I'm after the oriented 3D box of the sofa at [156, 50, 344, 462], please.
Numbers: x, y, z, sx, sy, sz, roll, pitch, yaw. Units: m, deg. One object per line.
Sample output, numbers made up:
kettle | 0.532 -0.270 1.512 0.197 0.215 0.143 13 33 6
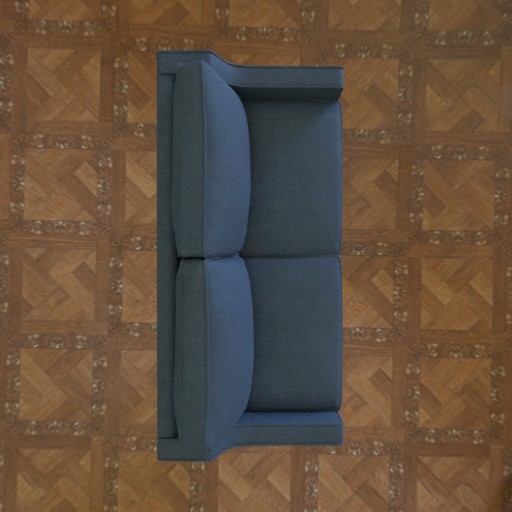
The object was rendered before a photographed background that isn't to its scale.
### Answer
sofa | 0.000 0.000 2.703 1.066 1.071 2.178 0 90 0
